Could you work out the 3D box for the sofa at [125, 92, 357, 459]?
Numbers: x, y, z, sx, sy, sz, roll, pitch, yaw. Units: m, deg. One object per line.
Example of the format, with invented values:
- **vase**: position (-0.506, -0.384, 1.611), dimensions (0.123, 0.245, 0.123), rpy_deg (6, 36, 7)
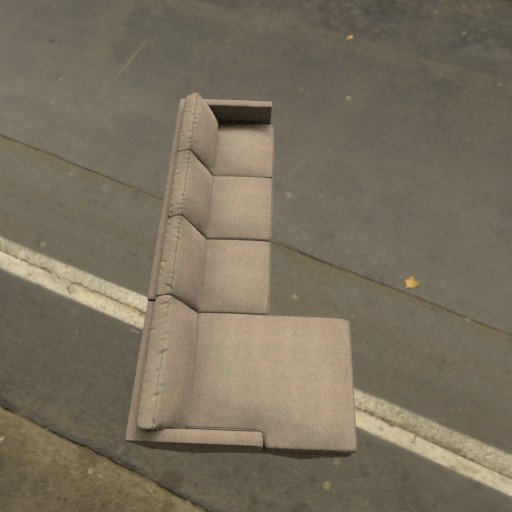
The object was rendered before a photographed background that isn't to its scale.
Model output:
- **sofa**: position (0.000, 0.000, 3.913), dimensions (1.650, 0.922, 3.205), rpy_deg (2, 63, 1)
